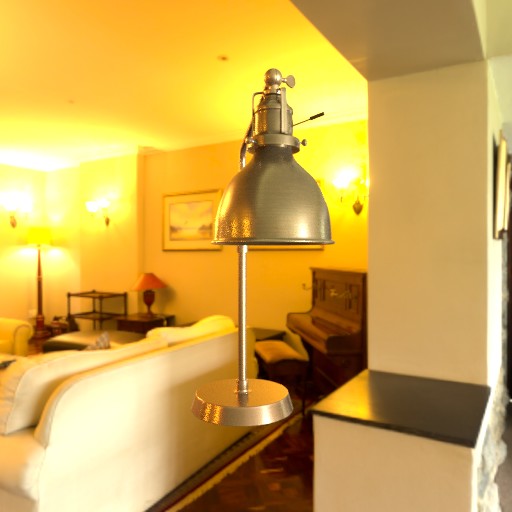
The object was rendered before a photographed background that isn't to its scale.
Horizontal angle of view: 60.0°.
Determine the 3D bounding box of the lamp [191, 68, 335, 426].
[{"bbox_3d":[0.000,0.000,0.605,0.153,0.456,0.286,0,0,-18],"label":"lamp"}]
